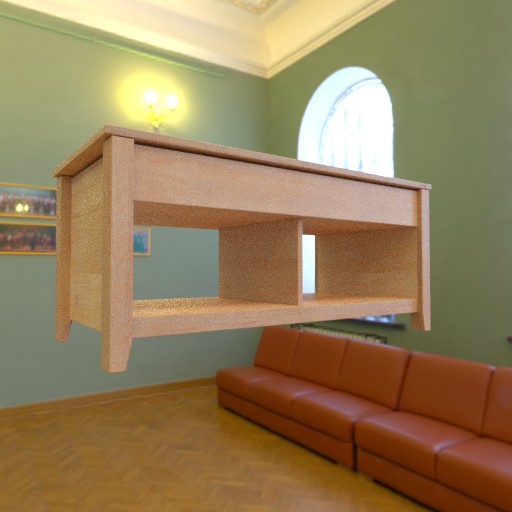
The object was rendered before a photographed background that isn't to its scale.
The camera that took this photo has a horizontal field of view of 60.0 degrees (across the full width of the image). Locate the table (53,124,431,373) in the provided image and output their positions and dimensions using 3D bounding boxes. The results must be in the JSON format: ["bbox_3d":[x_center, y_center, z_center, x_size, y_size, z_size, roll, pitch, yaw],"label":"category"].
[{"bbox_3d":[0.000,0.000,1.296,1.016,0.457,0.483,1,-2,-35],"label":"table"}]
